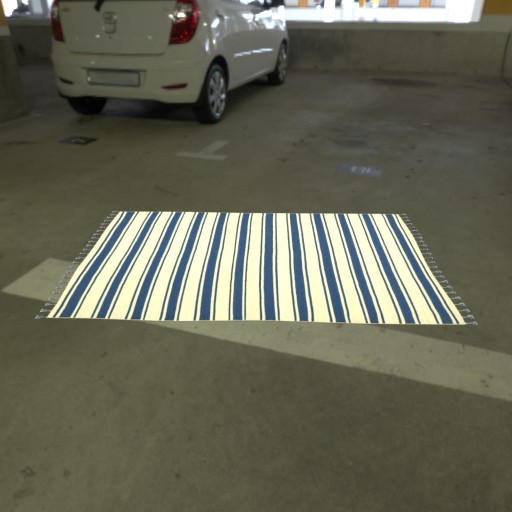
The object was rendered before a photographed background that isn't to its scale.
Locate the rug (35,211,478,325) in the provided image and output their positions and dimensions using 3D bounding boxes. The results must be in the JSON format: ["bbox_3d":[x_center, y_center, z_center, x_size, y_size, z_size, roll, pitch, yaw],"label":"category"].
[{"bbox_3d":[0.000,0.000,2.614,2.108,0.009,1.248,1,30,1],"label":"rug"}]
